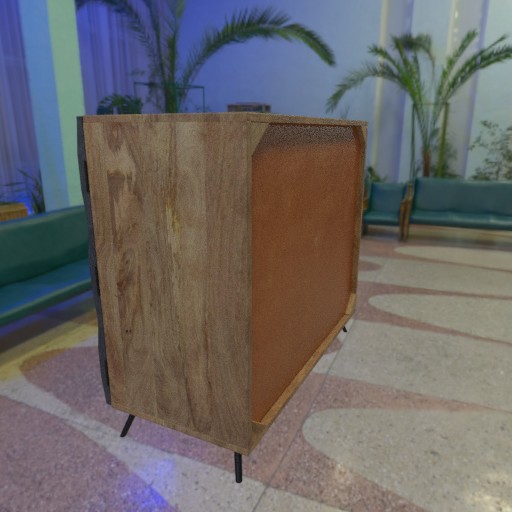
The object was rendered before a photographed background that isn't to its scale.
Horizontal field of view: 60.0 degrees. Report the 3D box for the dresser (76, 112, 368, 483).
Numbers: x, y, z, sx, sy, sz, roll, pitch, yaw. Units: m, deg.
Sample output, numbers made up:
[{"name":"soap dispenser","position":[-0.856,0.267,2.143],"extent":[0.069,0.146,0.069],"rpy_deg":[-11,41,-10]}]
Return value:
[{"name":"dresser","position":[0.000,0.000,1.435],"extent":[0.446,0.847,0.967],"rpy_deg":[8,18,26]}]
